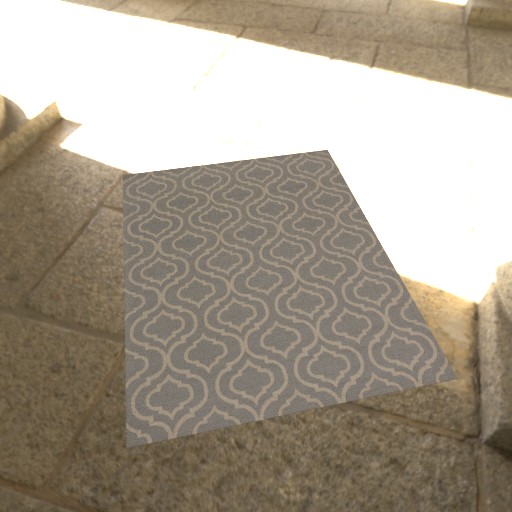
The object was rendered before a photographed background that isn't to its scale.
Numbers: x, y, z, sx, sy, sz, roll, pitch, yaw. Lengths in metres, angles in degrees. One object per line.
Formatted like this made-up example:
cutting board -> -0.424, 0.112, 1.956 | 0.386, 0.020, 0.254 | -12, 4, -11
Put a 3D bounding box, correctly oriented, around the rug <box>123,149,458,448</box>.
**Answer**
rug -> 0.000, 0.000, 3.914 | 2.283, 0.006, 2.892 | -9, 48, -8
